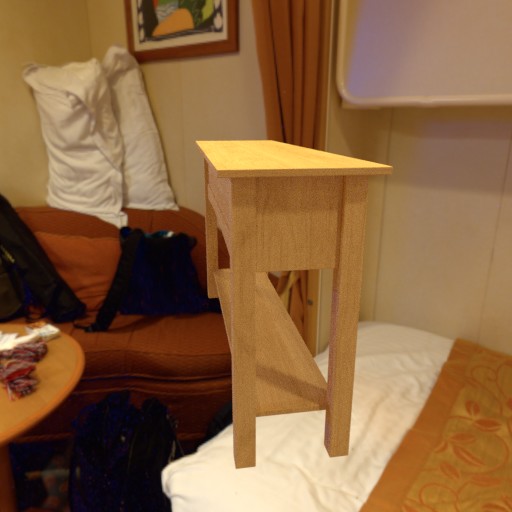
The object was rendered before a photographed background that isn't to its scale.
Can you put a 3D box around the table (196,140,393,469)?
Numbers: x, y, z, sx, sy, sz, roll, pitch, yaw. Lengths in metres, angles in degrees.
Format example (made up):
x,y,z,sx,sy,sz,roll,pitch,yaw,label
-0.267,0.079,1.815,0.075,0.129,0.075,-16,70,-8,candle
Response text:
x,y,z,sx,sy,sz,roll,pitch,yaw,label
0.000,0.000,1.546,0.350,0.730,1.240,-3,17,-9,table
